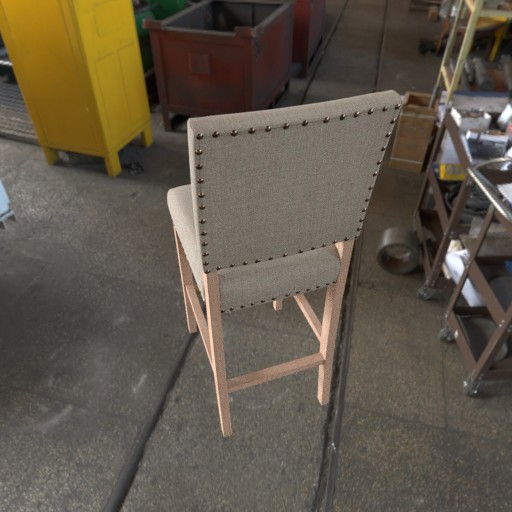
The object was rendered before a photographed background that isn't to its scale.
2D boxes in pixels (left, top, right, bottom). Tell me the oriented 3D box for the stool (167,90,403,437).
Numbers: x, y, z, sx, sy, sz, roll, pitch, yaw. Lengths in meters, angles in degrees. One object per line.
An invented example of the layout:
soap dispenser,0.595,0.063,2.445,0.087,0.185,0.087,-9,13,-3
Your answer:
stool,0.000,0.000,1.409,0.445,1.173,0.585,-13,43,-14
